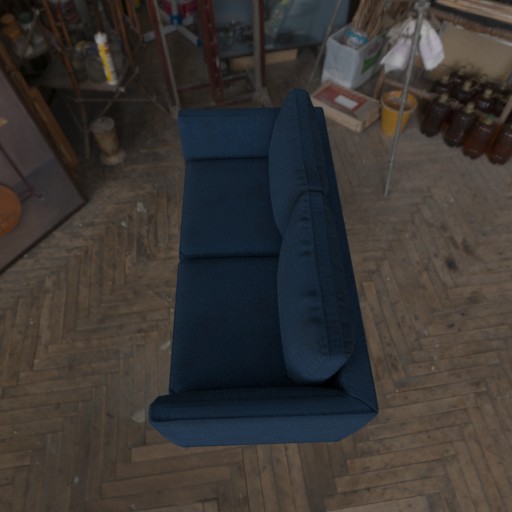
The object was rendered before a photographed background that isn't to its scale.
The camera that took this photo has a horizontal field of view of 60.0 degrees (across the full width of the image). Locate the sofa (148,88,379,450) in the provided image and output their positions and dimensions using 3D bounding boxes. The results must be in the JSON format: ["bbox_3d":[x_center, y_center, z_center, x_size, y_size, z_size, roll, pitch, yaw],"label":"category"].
[{"bbox_3d":[0.000,0.000,2.302,0.853,1.002,1.770,-2,56,-1],"label":"sofa"}]
